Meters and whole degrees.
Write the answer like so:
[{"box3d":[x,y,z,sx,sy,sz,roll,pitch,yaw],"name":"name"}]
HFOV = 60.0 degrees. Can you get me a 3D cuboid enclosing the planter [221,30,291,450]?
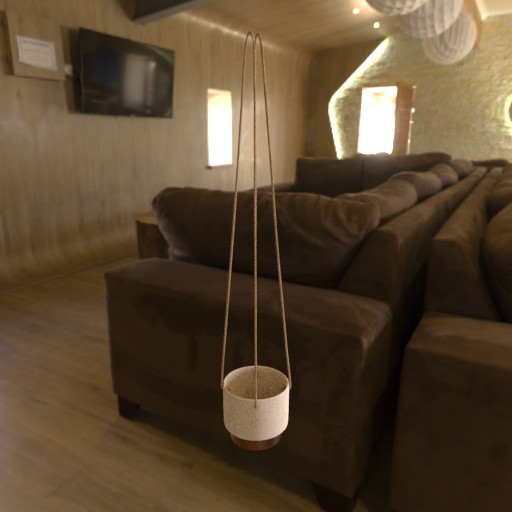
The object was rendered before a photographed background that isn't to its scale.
[{"box3d":[0.000,0.000,0.910,0.146,0.841,0.146,-14,20,-43],"name":"planter"}]
